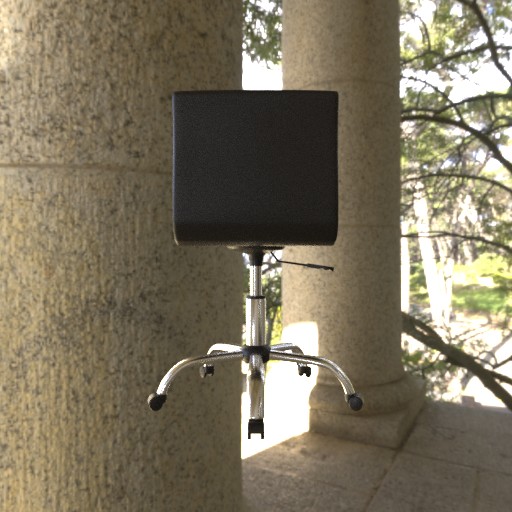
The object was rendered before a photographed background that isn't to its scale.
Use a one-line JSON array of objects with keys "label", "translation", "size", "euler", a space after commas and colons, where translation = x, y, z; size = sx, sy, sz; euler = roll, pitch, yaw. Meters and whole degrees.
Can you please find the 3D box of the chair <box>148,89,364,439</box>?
[{"label": "chair", "translation": [0.000, 0.000, 1.191], "size": [0.556, 0.780, 0.530], "euler": [0, 0, 0]}]
